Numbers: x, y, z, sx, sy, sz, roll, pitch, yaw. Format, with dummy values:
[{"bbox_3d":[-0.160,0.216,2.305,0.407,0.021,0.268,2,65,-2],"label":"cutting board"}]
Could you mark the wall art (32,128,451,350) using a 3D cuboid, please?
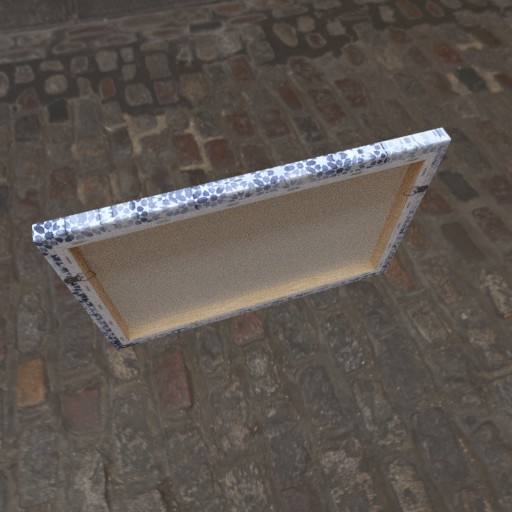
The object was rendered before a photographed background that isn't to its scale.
[{"bbox_3d":[0.000,0.000,0.794,0.608,0.406,0.030,-15,59,-9],"label":"wall art"}]
